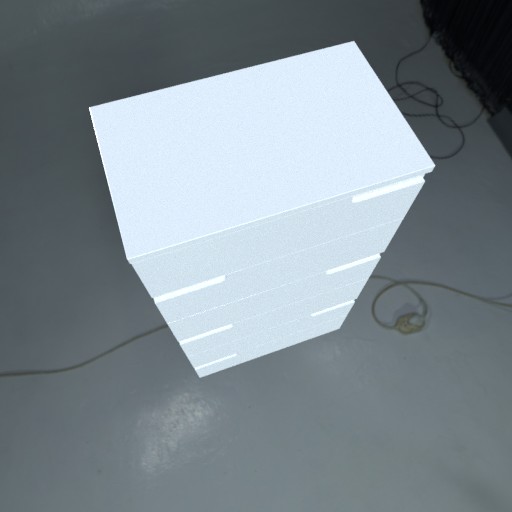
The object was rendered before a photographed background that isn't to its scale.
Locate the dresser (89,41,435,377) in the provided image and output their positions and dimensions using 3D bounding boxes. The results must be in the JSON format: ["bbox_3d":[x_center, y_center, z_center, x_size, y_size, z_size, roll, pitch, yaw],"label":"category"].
[{"bbox_3d":[0.000,0.000,1.491,0.650,1.190,0.400,-18,65,-8],"label":"dresser"}]
